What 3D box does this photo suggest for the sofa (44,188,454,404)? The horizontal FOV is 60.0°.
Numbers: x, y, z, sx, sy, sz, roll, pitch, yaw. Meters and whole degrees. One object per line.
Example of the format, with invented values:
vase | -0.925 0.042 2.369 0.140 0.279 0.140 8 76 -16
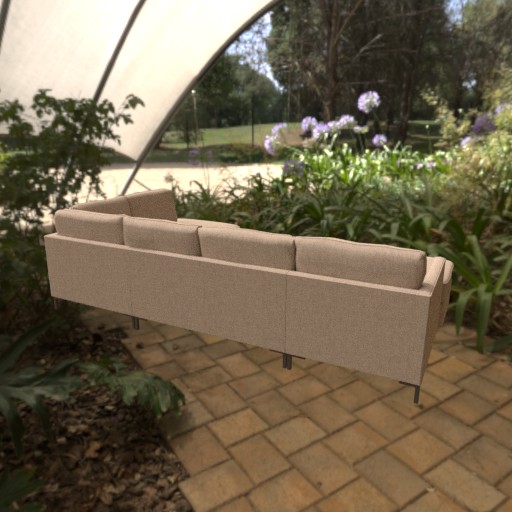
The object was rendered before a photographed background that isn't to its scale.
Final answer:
sofa | 0.000 0.000 4.242 3.423 0.996 2.021 8 18 26
